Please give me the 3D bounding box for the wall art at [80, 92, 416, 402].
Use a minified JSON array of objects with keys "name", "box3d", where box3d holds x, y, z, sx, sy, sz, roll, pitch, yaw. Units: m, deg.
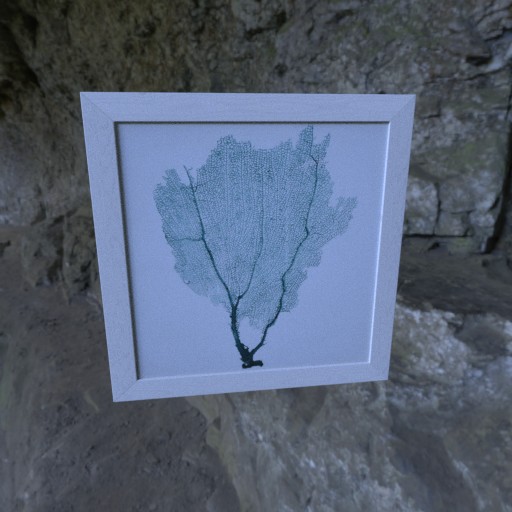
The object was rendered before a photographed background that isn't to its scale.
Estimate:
[{"name":"wall art","box3d":[0.000,0.000,0.838,0.572,0.577,0.015,-2,17,-8]}]
